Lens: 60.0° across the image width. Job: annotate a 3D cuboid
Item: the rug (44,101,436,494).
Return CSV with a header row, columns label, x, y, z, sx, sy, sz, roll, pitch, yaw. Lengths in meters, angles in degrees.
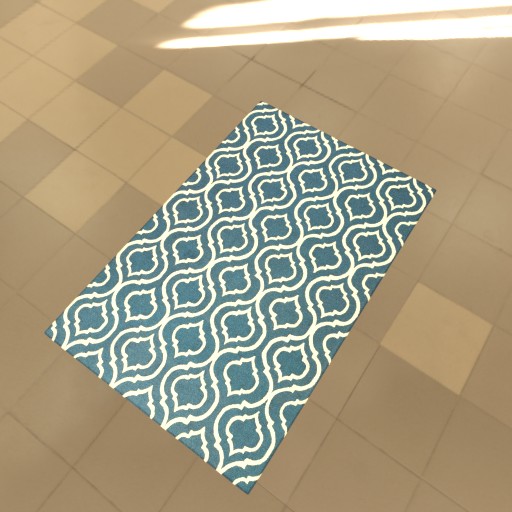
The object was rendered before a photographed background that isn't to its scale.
label,x,y,z,sx,sy,sz,roll,pitch,yaw
rug,0.000,0.000,2.198,1.143,0.010,1.753,32,68,15
